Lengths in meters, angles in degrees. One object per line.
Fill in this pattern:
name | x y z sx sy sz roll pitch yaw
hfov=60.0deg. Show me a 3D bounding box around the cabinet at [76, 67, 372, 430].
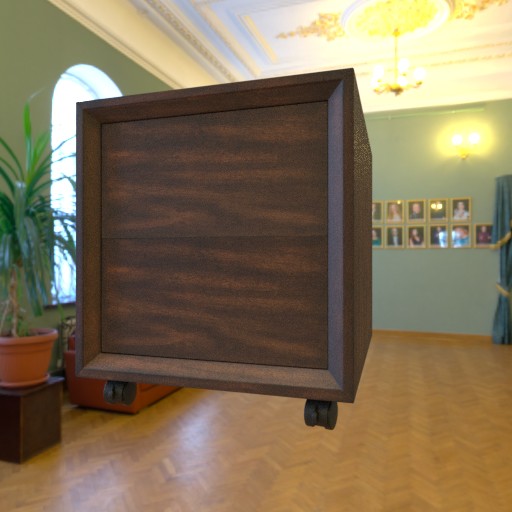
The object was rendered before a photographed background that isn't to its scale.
cabinet | 0.000 0.000 0.832 0.402 0.455 0.500 0 0 17
